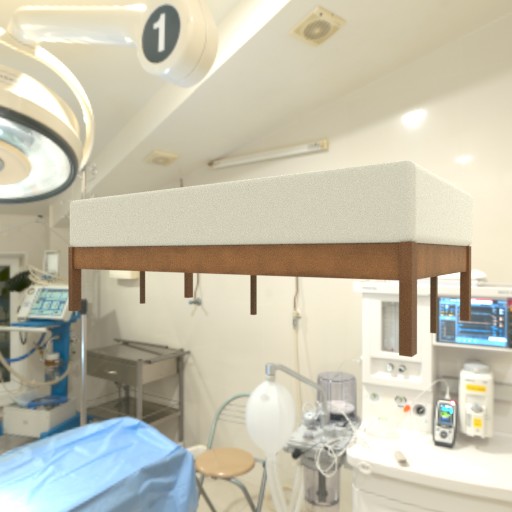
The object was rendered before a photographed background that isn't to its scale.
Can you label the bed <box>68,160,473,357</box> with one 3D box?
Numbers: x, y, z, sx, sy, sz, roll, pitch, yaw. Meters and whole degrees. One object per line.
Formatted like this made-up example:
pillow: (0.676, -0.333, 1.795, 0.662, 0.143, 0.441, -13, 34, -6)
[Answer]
bed: (0.000, 0.000, 2.315, 1.902, 0.616, 0.961, 0, 0, 36)
